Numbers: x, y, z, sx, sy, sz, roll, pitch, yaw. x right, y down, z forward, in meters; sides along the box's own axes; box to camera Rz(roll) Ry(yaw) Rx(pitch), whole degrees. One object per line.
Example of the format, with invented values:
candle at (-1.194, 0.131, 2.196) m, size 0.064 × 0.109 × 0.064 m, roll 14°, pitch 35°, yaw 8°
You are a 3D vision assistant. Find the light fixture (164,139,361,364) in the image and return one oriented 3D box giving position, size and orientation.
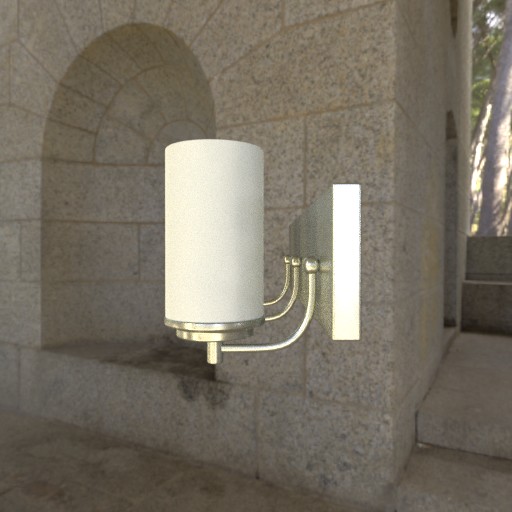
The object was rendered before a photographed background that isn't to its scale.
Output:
light fixture at (0.000, 0.000, 0.519) m, size 0.145 × 0.172 × 0.451 m, roll 0°, pitch 0°, yaw 1°
